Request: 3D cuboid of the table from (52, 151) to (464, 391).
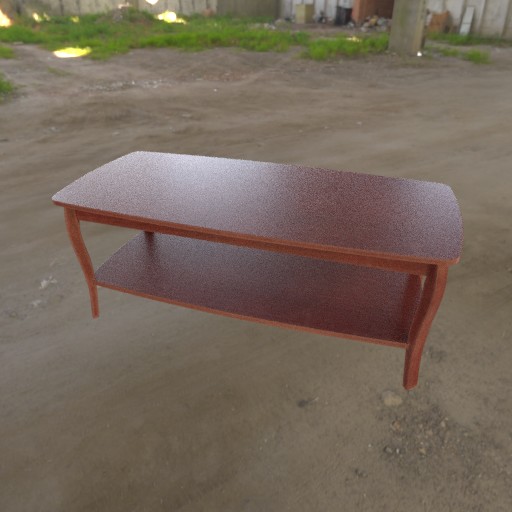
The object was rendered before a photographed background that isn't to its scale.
[{"bbox_3d":[0.000,0.000,1.524,1.216,0.473,0.561,9,32,15],"label":"table"}]
